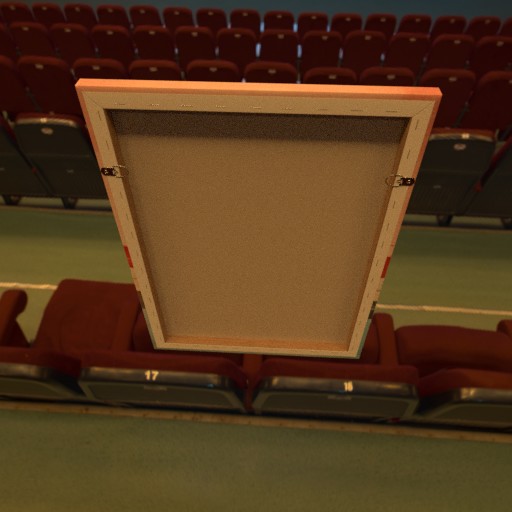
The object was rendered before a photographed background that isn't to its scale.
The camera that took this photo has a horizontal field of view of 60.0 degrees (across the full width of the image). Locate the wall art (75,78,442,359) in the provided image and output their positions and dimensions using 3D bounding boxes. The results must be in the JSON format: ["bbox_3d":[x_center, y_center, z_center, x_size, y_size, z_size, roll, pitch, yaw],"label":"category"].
[{"bbox_3d":[0.000,0.000,1.292,0.761,1.016,0.039,2,46,2],"label":"wall art"}]
